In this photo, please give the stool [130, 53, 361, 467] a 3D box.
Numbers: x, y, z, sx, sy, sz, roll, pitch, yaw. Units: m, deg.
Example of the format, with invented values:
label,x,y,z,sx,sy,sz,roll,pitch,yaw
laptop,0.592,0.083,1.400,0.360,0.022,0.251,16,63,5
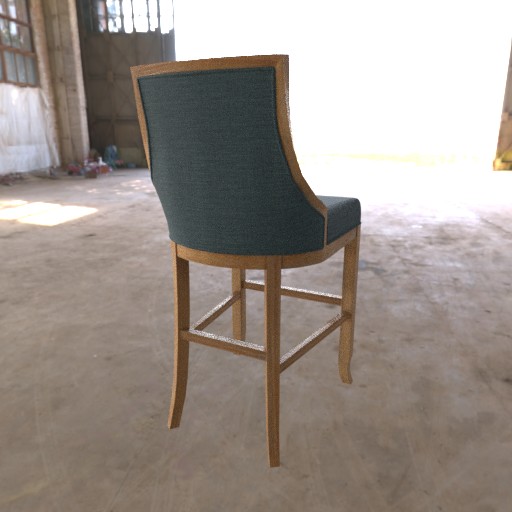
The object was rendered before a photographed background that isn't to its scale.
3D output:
label,x,y,z,sx,sy,sz,roll,pitch,yaw
stool,0.000,0.000,1.431,0.524,1.101,0.626,8,17,27
